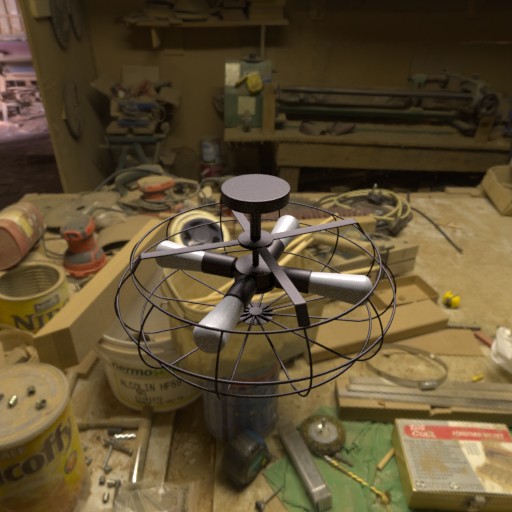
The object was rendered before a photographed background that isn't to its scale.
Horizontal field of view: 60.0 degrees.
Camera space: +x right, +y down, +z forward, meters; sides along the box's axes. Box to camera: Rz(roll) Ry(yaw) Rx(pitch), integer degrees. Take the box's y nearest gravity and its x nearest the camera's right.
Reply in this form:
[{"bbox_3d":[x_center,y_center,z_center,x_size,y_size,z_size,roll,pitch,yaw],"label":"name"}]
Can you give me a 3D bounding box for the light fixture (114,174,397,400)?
[{"bbox_3d":[0.000,0.000,0.922,0.582,0.311,0.582,0,31,0],"label":"light fixture"}]
